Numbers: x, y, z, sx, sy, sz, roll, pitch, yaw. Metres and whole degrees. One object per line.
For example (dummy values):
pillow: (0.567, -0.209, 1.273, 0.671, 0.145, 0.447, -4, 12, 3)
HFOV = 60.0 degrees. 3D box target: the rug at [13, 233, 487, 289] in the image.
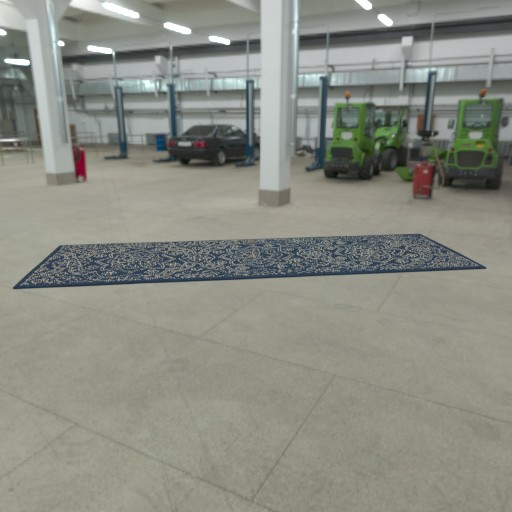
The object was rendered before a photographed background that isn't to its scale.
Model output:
rug: (0.000, 0.000, 2.626, 2.448, 0.012, 0.769, -2, 17, -7)
